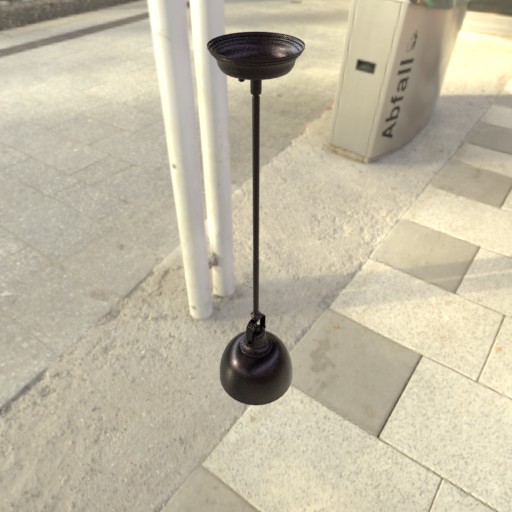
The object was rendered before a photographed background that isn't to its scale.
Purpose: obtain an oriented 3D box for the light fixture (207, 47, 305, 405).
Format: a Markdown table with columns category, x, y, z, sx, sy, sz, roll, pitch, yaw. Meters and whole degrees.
| category | x | y | z | sx | sy | sz | roll | pitch | yaw |
| --- | --- | --- | --- | --- | --- | --- | --- | --- | --- |
| light fixture | 0.000 | 0.000 | 0.862 | 0.182 | 0.768 | 0.182 | 24 | 46 | 25 |
